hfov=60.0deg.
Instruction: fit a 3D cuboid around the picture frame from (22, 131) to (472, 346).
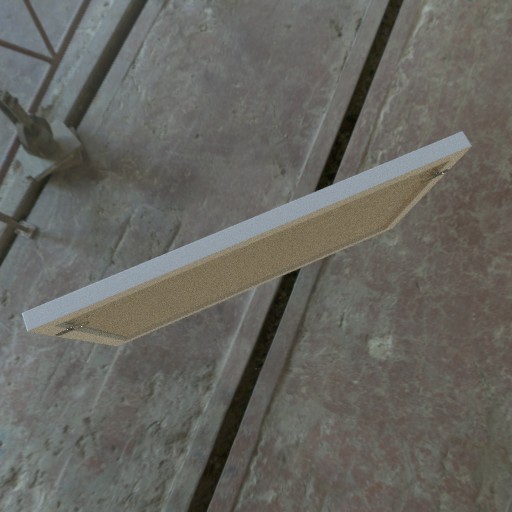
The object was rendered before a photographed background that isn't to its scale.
[{"bbox_3d":[0.000,0.000,0.778,0.647,0.379,0.044,-23,77,-6],"label":"picture frame"}]
